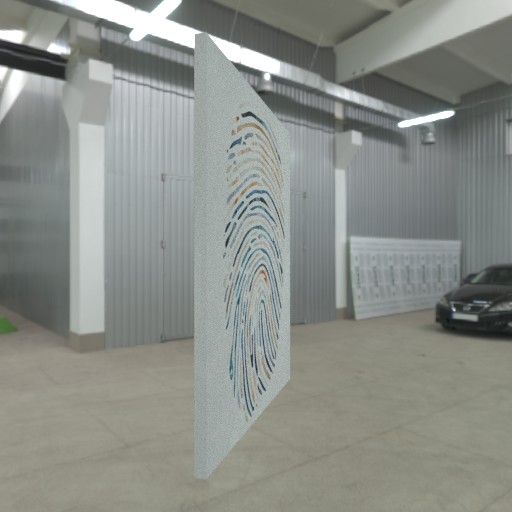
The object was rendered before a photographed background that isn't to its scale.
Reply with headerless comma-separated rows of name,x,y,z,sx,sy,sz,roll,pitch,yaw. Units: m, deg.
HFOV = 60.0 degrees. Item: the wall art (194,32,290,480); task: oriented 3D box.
wall art,0.000,0.000,0.996,0.021,0.710,0.609,0,0,17
